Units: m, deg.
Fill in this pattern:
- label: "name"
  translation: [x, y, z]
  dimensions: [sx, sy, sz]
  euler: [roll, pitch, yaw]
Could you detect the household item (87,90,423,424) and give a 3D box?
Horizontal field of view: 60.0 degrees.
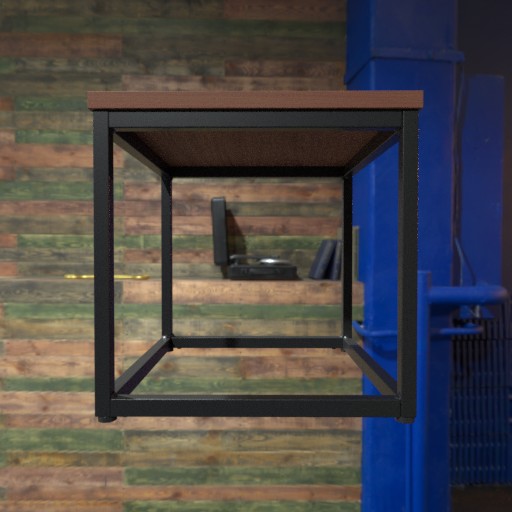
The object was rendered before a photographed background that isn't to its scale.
- label: "household item"
  translation: [0.000, 0.000, 0.731]
  dimensions: [0.400, 0.400, 0.400]
  euler: [0, 1, 0]
